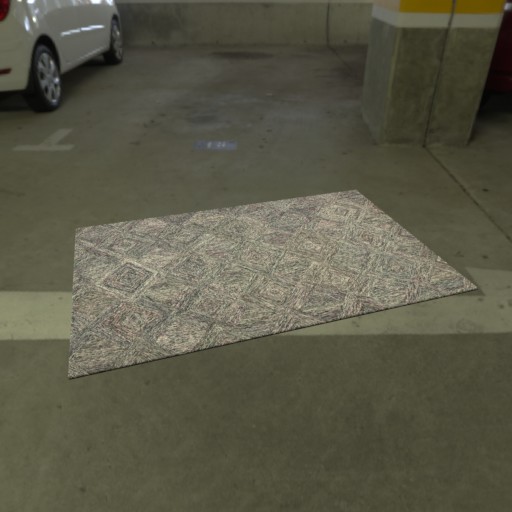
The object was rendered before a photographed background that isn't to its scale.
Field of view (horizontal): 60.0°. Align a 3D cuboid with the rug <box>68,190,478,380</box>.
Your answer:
[{"bbox_3d":[0.000,0.000,2.945,2.298,0.017,1.501,-10,34,-15],"label":"rug"}]
